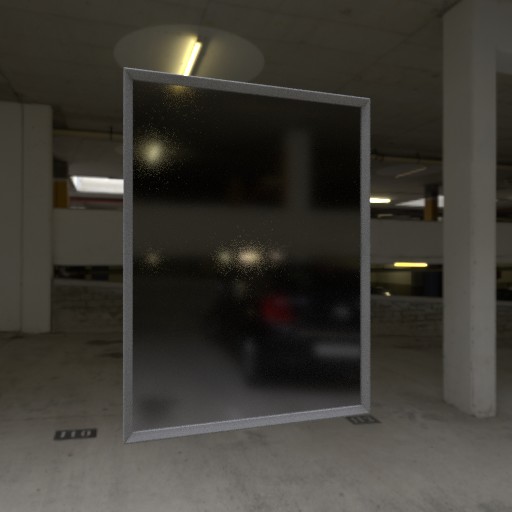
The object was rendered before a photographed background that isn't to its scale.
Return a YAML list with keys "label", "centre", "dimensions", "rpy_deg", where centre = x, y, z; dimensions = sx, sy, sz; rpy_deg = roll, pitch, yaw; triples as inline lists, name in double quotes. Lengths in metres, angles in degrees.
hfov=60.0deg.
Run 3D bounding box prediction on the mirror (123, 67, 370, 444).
- label: "mirror"
  centre: [0.000, 0.000, 1.330]
  dimensions: [0.762, 1.016, 0.041]
  rpy_deg: [0, 0, -18]
